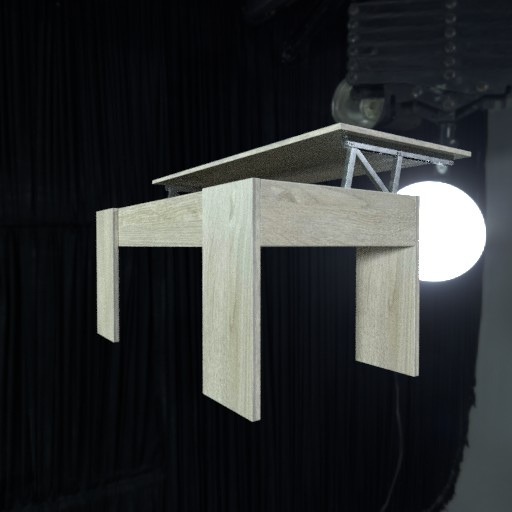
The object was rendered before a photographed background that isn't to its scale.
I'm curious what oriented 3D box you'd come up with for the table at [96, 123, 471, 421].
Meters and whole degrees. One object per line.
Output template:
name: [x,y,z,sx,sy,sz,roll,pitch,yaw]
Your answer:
table: [0.000,0.000,1.401,0.711,0.570,1.000,-1,2,-35]
